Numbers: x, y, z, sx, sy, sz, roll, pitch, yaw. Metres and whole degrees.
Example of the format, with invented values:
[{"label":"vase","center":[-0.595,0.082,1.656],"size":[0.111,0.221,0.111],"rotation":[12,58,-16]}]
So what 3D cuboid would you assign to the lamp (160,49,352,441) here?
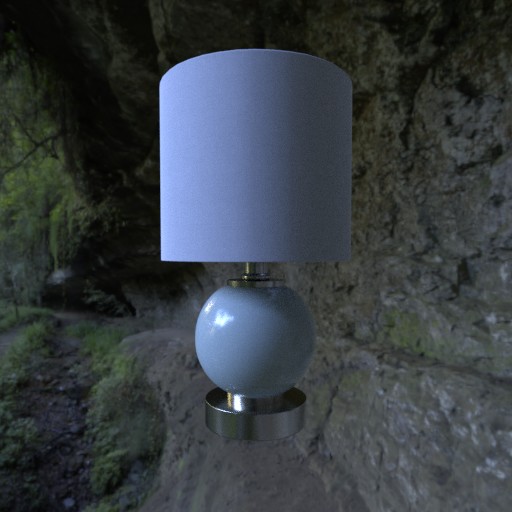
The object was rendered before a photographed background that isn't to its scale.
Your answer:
[{"label":"lamp","center":[0.000,0.000,0.475],"size":[0.201,0.353,0.201],"rotation":[0,1,18]}]
